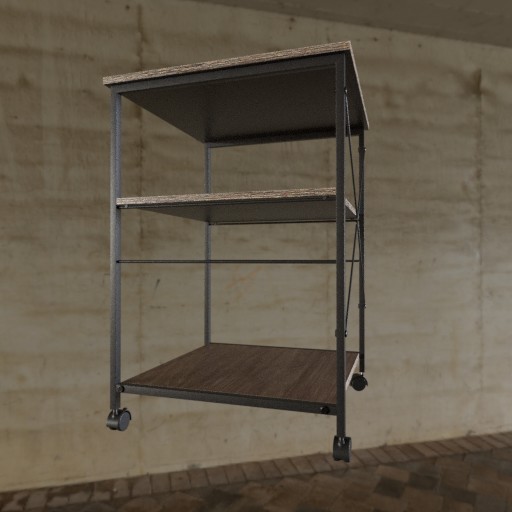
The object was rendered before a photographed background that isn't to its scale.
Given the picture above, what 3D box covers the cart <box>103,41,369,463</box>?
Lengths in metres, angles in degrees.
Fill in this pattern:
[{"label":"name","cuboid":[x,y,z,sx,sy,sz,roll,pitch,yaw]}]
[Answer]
[{"label":"cart","cuboid":[0.000,0.000,1.113,0.520,0.762,0.521,0,0,18]}]
